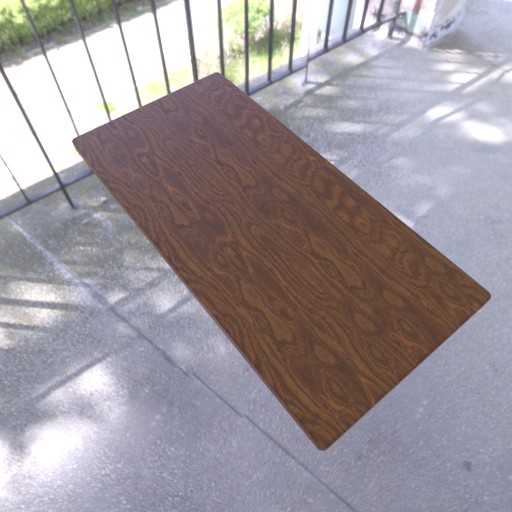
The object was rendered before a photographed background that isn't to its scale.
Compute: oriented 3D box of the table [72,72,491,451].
[{"bbox_3d":[0.000,0.000,2.229,0.883,0.753,1.791,-34,63,-20],"label":"table"}]
